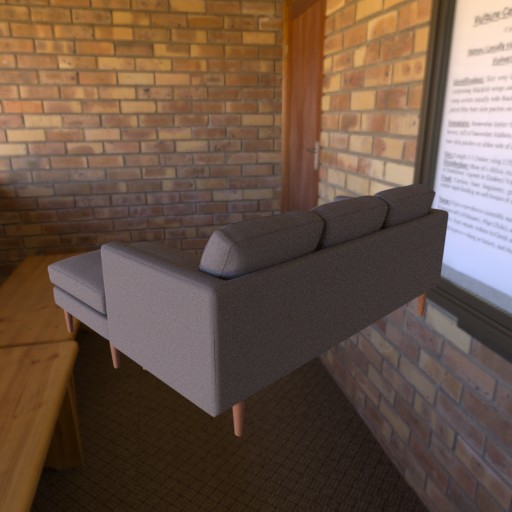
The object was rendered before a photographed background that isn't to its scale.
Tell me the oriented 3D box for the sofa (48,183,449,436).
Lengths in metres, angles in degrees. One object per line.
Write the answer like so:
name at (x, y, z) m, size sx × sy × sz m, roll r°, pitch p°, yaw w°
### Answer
sofa at (0.000, 0.000, 2.845) m, size 2.031 × 0.897 × 1.591 m, roll -17°, pitch 24°, yaw -42°
